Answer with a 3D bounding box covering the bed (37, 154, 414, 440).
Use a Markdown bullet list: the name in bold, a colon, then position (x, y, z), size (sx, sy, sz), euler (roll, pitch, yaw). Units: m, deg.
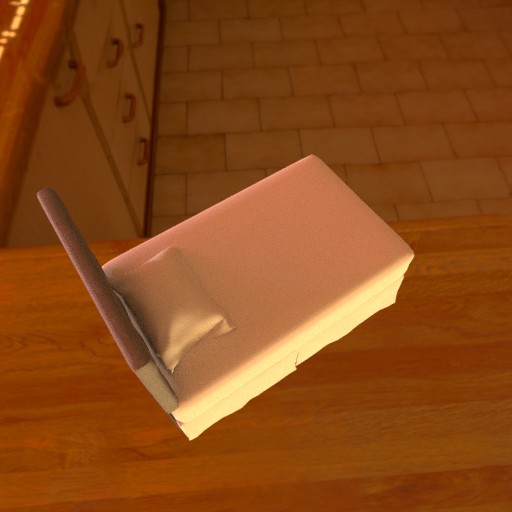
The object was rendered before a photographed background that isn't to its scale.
- **bed**: position (0.000, 0.000, 2.979), size (1.997, 1.571, 1.261), euler (-30, 64, -17)
